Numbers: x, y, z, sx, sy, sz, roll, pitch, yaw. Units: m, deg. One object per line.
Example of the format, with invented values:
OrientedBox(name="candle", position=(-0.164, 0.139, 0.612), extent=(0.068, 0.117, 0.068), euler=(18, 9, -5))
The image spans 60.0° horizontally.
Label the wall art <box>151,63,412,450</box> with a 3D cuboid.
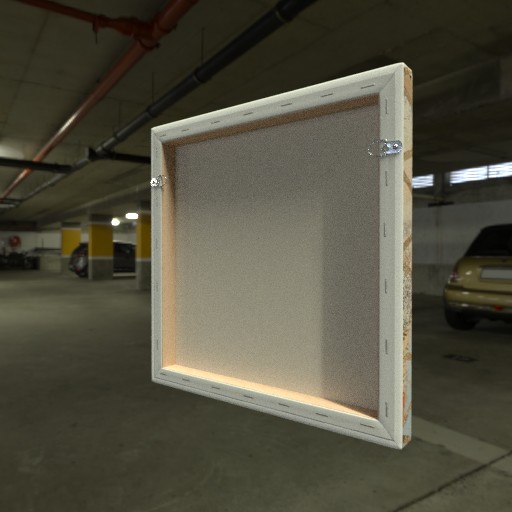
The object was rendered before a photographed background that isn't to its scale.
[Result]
OrientedBox(name="wall art", position=(0.000, 0.000, 0.743), extent=(0.507, 0.508, 0.038), euler=(0, 1, 38))
